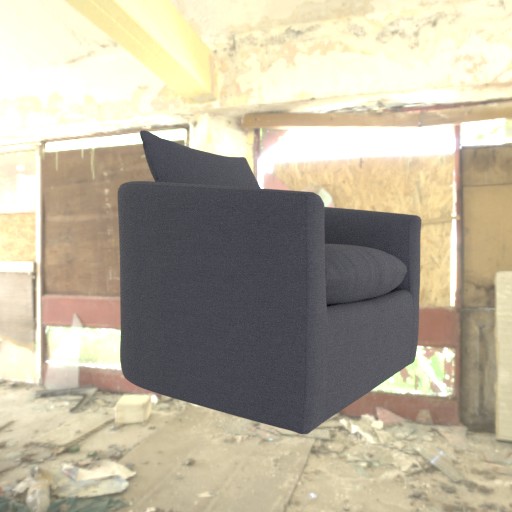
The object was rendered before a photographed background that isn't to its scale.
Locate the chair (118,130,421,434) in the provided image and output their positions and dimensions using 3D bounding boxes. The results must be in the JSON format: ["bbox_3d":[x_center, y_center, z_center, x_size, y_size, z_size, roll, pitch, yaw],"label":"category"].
[{"bbox_3d":[0.000,0.000,1.561,0.910,0.848,0.845,0,1,36],"label":"chair"}]
